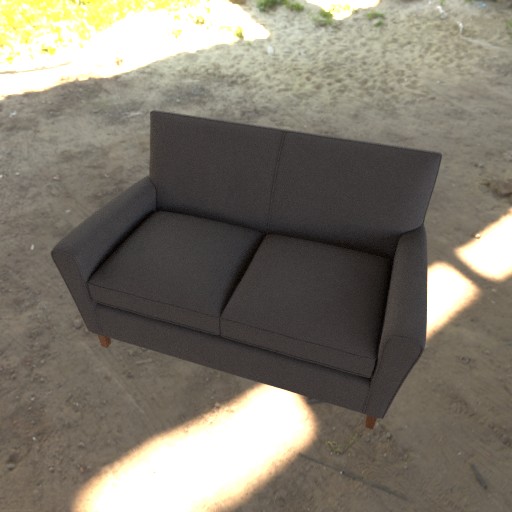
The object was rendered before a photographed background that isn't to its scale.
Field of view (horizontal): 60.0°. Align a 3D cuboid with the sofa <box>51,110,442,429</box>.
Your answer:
[{"bbox_3d":[0.000,0.000,1.974,1.420,0.846,0.871,13,42,14],"label":"sofa"}]
